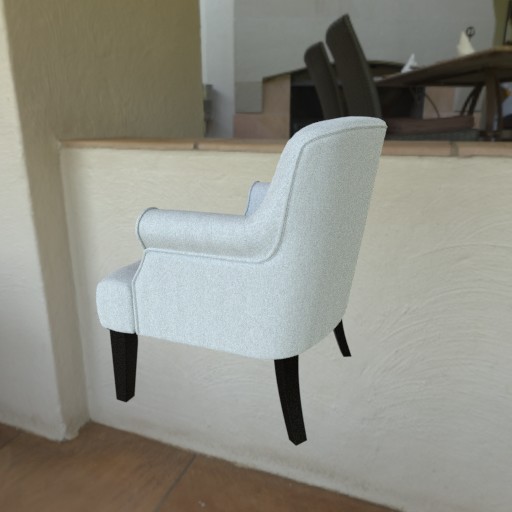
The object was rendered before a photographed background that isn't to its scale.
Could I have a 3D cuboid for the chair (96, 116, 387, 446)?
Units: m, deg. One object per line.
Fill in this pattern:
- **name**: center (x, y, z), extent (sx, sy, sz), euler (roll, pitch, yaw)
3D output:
- **chair**: center (0.000, 0.000, 1.471), extent (0.750, 0.875, 0.781), euler (7, 18, 24)
